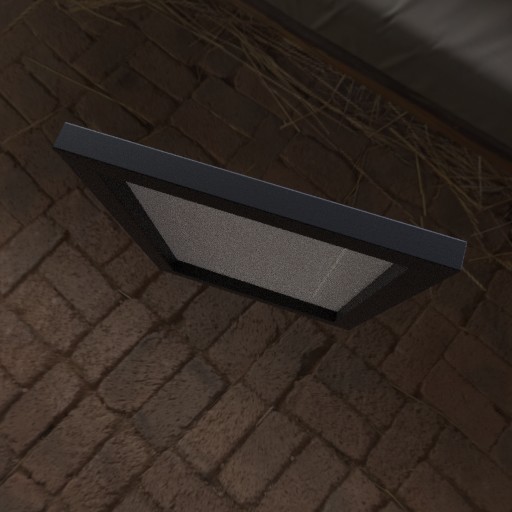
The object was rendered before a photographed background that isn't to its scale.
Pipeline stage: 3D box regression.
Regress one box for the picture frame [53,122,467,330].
[{"bbox_3d":[0.000,0.000,0.505,0.307,0.383,0.036,17,75,5],"label":"picture frame"}]
